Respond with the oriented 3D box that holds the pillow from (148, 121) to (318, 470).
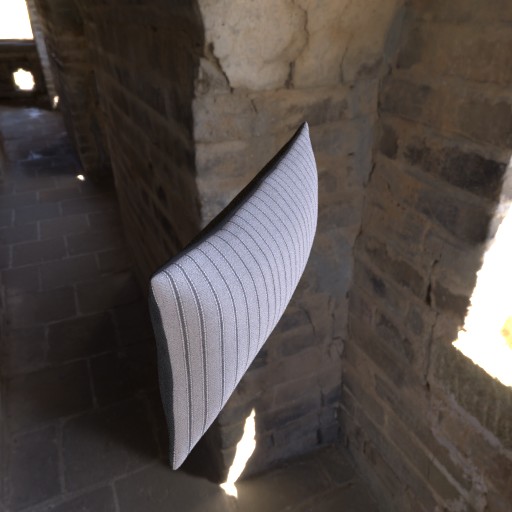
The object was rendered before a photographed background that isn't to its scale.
[{"bbox_3d":[0.000,0.000,0.733,0.151,0.305,0.609,10,31,17],"label":"pillow"}]
